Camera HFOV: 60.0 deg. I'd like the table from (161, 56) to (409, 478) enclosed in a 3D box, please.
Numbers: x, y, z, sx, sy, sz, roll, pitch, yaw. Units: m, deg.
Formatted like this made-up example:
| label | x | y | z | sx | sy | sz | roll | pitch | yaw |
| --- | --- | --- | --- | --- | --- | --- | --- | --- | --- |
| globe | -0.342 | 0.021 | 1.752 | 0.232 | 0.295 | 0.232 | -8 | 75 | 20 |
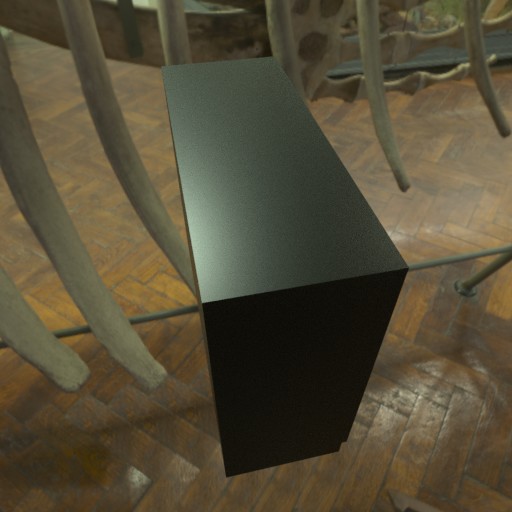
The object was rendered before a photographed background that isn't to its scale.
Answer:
| label | x | y | z | sx | sy | sz | roll | pitch | yaw |
| --- | --- | --- | --- | --- | --- | --- | --- | --- | --- |
| table | 0.000 | 0.000 | 1.326 | 0.380 | 0.790 | 0.930 | -9 | 46 | -9 |
